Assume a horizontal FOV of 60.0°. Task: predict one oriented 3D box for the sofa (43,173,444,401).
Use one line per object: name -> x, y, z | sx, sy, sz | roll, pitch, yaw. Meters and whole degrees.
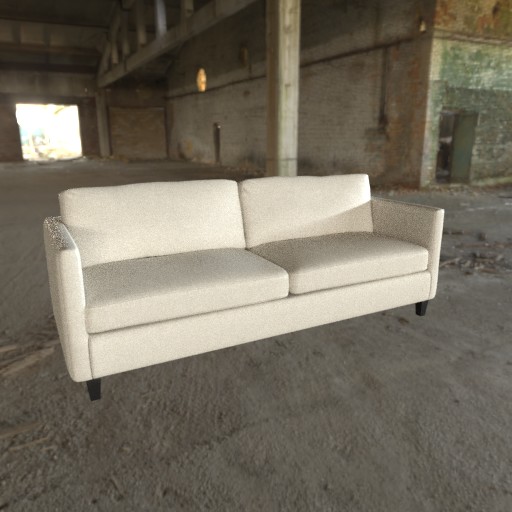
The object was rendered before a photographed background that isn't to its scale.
sofa -> 0.000, 0.000, 2.887 | 2.434, 0.965, 0.948 | -8, 17, -27
